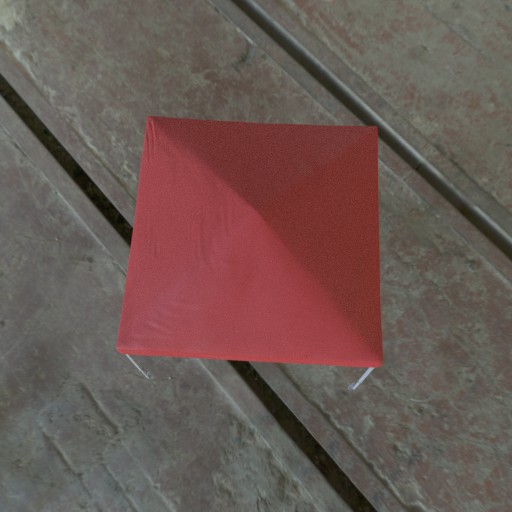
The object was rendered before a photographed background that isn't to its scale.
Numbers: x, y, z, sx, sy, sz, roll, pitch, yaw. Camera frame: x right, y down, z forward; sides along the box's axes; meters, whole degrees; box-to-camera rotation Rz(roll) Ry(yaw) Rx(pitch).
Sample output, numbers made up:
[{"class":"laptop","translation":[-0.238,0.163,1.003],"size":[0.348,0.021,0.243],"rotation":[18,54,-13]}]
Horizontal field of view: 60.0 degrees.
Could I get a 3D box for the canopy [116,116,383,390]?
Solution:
[{"class":"canopy","translation":[0.000,0.000,6.405],"size":[3.599,3.600,3.600],"rotation":[3,75,1]}]
